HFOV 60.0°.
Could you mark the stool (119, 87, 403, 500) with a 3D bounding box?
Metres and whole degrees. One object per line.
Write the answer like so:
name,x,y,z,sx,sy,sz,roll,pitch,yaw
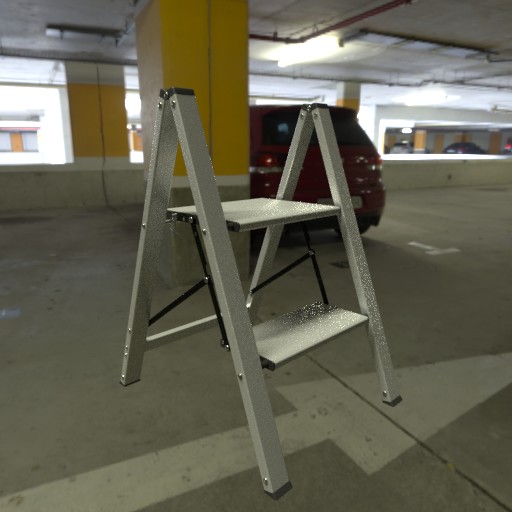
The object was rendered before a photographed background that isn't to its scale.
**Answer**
stool,0.000,0.000,0.989,0.440,0.670,0.535,-13,19,-43
